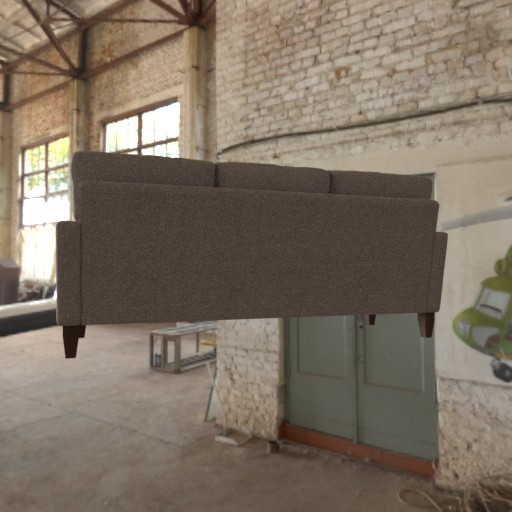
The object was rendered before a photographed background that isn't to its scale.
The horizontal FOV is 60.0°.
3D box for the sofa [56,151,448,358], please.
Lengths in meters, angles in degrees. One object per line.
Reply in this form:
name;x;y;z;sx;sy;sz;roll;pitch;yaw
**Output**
sofa;0.000;0.000;2.652;2.115;0.984;0.888;0;-2;-18
